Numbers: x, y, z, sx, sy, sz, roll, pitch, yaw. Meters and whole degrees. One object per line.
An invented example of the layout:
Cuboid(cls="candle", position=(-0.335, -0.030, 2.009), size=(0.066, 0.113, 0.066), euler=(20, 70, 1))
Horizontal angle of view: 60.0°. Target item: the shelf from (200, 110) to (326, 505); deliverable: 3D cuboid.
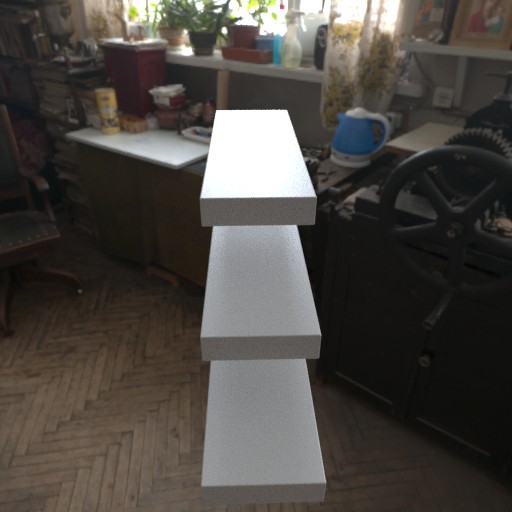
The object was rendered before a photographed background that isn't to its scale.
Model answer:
Cuboid(cls="shelf", position=(0.000, 0.000, 0.692), size=(0.140, 0.293, 0.610), euler=(-1, 32, -1))
